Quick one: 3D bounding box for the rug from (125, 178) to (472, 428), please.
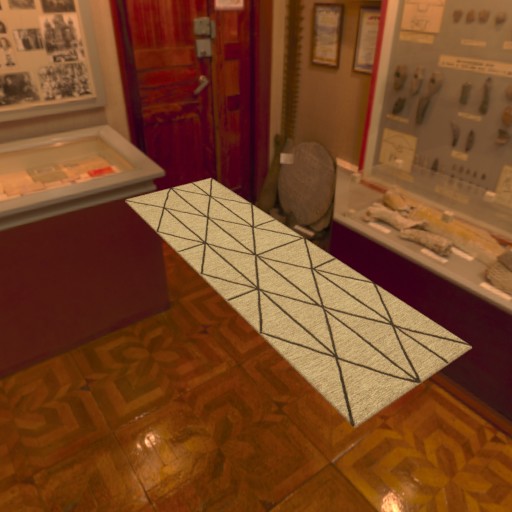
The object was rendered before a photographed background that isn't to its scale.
[{"bbox_3d":[0.000,0.000,2.720,0.762,0.012,2.438,-20,38,-29],"label":"rug"}]
